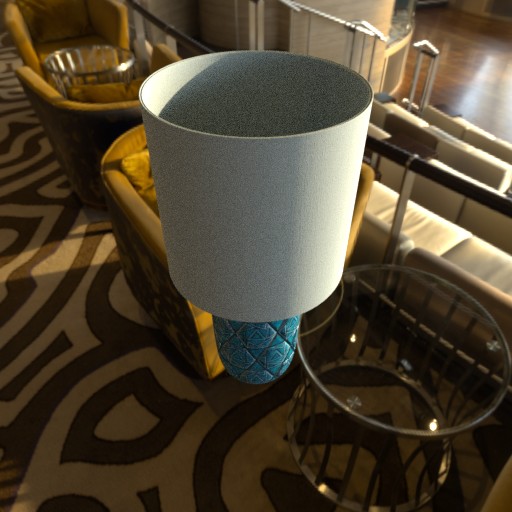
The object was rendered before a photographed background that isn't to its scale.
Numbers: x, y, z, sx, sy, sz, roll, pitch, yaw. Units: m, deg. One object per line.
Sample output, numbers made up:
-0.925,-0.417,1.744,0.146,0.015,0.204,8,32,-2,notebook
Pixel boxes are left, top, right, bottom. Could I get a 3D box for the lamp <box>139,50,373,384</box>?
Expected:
0.000,0.000,0.494,0.193,0.377,0.193,27,48,27,lamp
